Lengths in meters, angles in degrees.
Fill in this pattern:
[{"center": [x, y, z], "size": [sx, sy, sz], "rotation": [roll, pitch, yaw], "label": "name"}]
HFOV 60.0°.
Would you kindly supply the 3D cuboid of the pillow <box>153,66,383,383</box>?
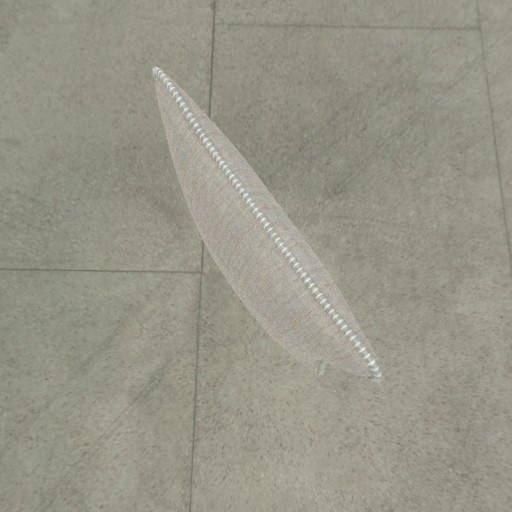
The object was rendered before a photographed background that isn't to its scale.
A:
[{"center": [0.000, 0.000, 0.751], "size": [0.124, 0.494, 0.485], "rotation": [-34, 78, -8], "label": "pillow"}]
